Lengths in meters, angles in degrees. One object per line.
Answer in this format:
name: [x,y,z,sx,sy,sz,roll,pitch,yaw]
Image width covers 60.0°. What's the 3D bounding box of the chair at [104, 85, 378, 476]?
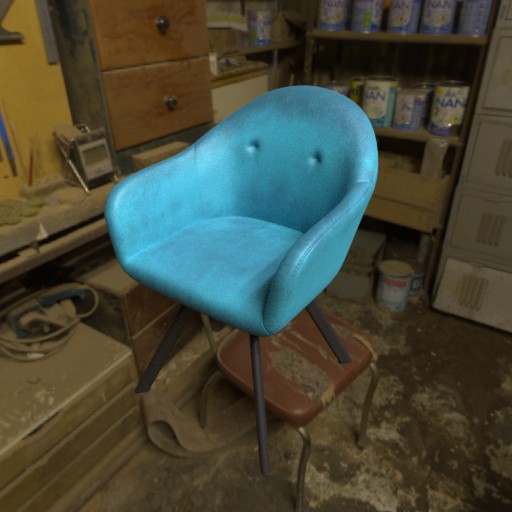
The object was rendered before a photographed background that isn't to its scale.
chair: [0.000,0.000,1.164,0.540,0.780,0.570,19,35,30]
